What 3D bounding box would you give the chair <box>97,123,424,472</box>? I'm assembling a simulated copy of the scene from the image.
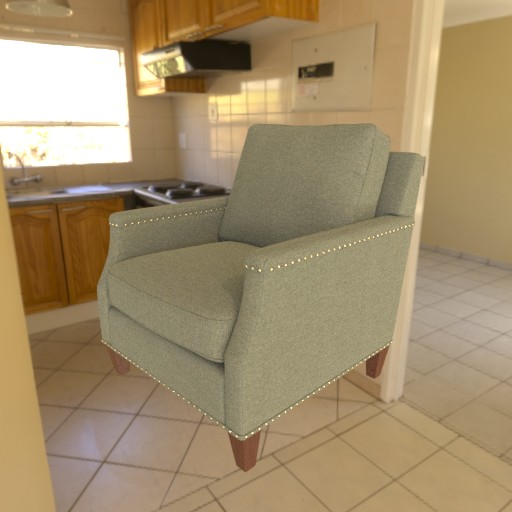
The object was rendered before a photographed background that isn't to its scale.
[{"bbox_3d":[0.000,0.000,1.797,1.031,1.031,0.885,-16,22,-42],"label":"chair"}]
